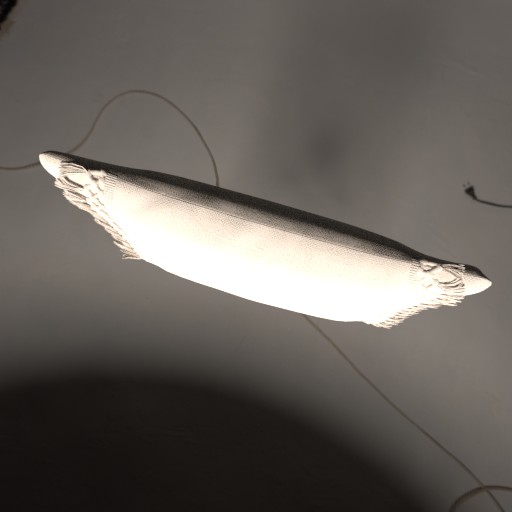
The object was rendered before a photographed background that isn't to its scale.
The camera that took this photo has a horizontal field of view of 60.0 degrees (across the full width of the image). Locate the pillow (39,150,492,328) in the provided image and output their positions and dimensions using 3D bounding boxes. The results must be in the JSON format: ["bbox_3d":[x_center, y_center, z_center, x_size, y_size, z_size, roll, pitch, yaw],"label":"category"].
[{"bbox_3d":[0.000,0.000,0.574,0.466,0.305,0.084,16,75,4],"label":"pillow"}]
